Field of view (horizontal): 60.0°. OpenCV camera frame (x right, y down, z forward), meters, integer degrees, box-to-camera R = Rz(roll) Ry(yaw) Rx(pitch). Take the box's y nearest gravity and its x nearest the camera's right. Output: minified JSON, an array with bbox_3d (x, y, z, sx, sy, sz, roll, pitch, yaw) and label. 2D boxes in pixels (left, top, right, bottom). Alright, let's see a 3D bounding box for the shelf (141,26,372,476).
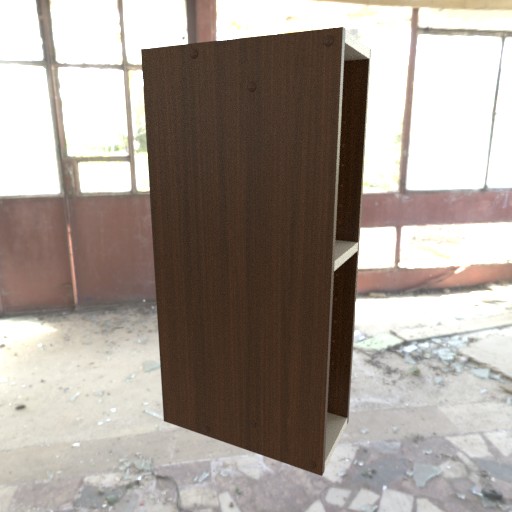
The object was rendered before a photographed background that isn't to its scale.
[{"bbox_3d":[0.000,0.000,0.698,0.290,0.600,0.147,7,17,26],"label":"shelf"}]
